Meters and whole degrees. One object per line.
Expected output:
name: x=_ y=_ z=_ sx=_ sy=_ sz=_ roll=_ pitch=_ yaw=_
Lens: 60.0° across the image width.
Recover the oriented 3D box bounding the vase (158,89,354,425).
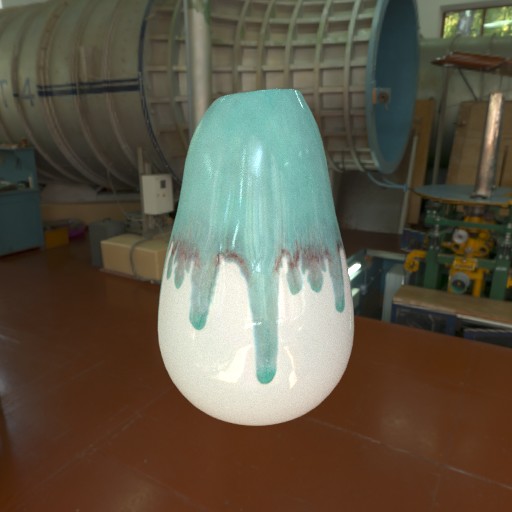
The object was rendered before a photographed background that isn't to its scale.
vase: x=0.000 y=0.000 z=0.257 sx=0.116 sy=0.179 sz=0.116 roll=0 pitch=17 yaw=0
